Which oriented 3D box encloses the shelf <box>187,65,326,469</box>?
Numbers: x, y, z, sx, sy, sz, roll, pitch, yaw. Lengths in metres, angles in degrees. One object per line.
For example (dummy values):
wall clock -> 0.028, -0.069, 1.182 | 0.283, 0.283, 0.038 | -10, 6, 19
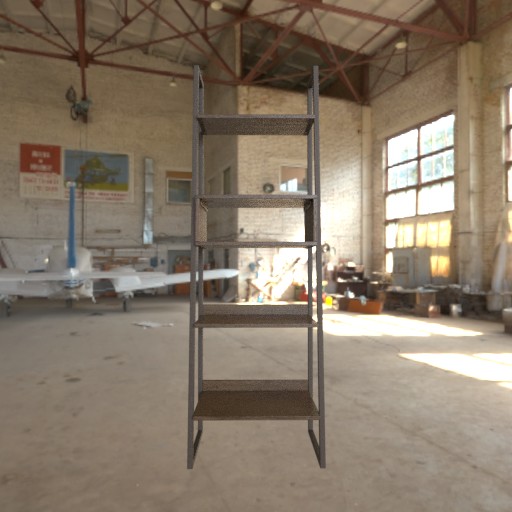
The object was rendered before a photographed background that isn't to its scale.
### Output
shelf -> 0.000, 0.000, 2.324 | 0.652, 2.005, 0.454 | 0, -1, -1
